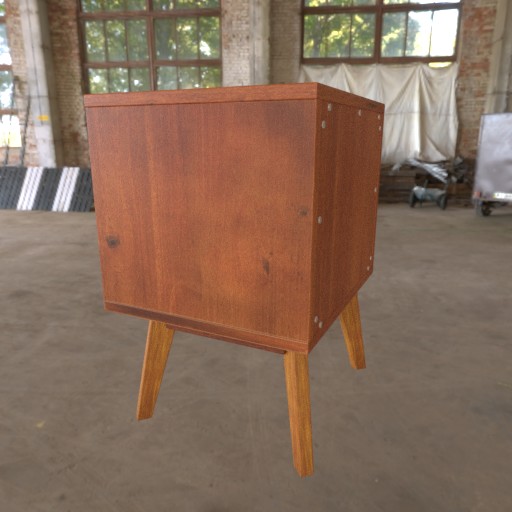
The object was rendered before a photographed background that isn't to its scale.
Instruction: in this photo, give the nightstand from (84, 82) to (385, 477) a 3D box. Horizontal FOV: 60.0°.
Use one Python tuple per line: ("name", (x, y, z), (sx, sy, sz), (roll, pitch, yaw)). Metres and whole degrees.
("nightstand", (0.000, 0.000, 0.927), (0.411, 0.618, 0.460), (7, 17, 25))
